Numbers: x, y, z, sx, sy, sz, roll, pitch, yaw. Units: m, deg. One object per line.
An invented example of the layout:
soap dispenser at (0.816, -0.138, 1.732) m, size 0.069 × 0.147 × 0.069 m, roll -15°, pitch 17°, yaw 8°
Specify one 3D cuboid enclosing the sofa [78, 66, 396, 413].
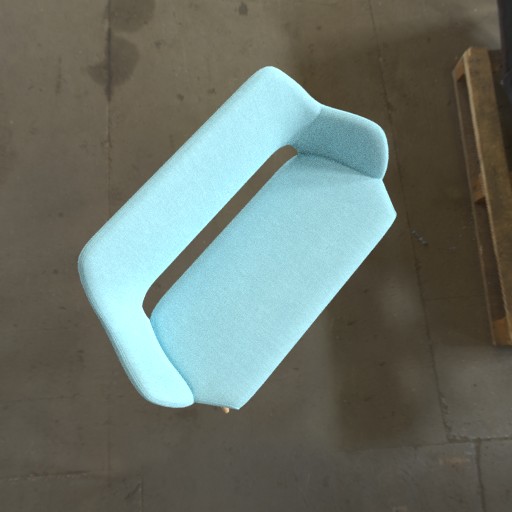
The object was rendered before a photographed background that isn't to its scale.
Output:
sofa at (0.000, 0.000, 1.604) m, size 0.610 × 0.840 × 1.150 m, roll 40°, pitch 79°, yaw 9°
